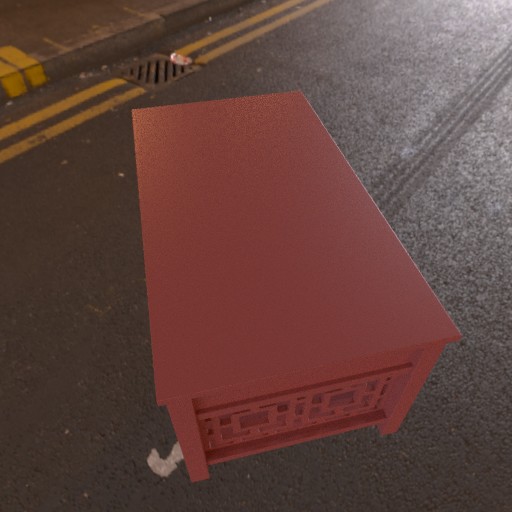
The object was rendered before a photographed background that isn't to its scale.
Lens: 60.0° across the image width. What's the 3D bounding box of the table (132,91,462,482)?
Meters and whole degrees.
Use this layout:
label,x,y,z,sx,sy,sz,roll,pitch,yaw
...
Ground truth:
label,x,y,z,sx,sy,sz,roll,pitch,yaw
table,0.000,0.000,1.366,0.612,0.493,1.068,-10,47,-9
